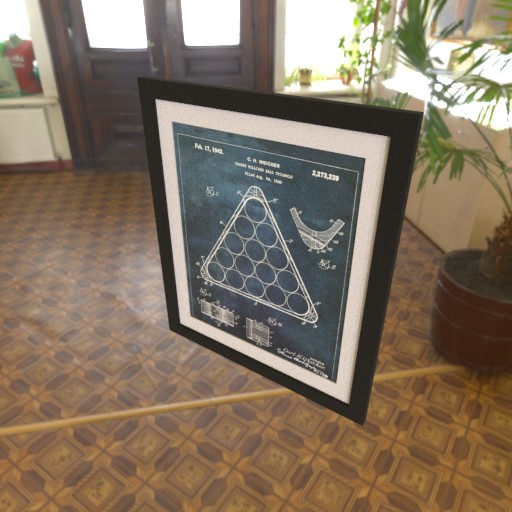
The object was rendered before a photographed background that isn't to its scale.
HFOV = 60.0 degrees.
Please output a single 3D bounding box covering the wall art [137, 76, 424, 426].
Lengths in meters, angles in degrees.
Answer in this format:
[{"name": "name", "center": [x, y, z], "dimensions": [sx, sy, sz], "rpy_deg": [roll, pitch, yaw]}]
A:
[{"name": "wall art", "center": [0.000, 0.000, 0.511], "dimensions": [0.311, 0.361, 0.010], "rpy_deg": [19, 36, 29]}]
